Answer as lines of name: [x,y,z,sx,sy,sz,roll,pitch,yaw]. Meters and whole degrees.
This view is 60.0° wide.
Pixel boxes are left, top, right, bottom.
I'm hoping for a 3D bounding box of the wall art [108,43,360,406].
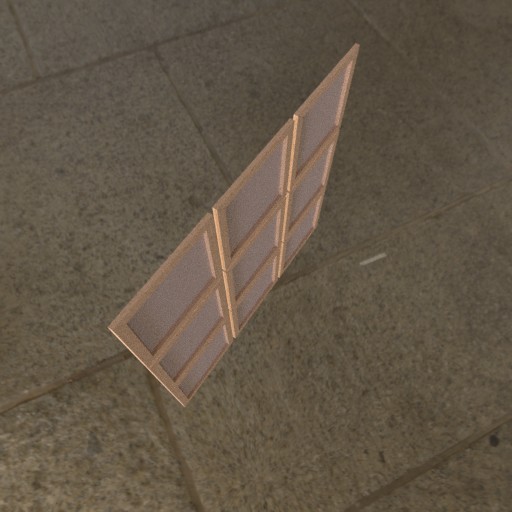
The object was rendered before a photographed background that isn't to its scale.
wall art: [0.000,0.000,1.815,0.016,1.207,1.217,32,67,15]
